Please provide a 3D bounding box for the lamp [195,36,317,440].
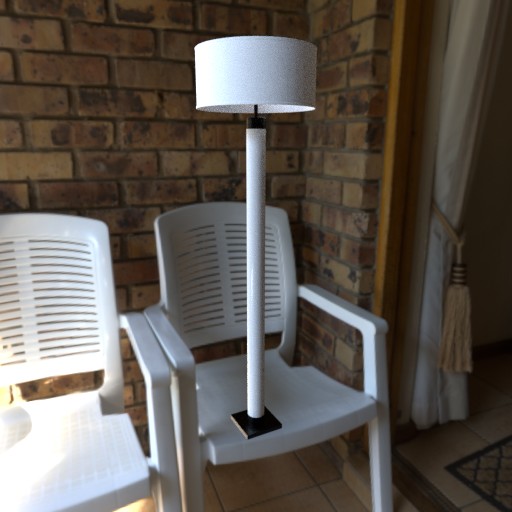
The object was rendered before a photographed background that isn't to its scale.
[{"bbox_3d":[0.000,0.000,1.702,0.420,1.475,0.420,-7,16,-27],"label":"lamp"}]
